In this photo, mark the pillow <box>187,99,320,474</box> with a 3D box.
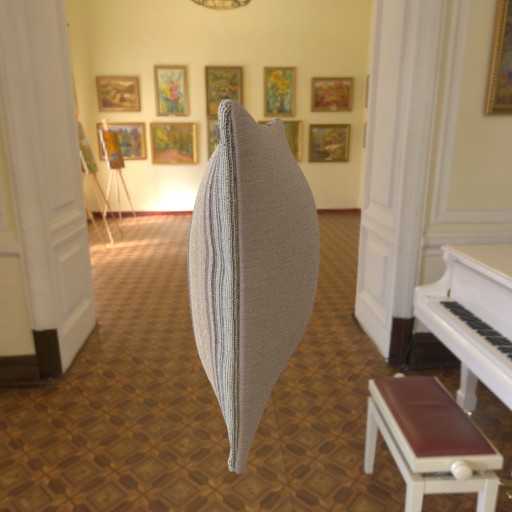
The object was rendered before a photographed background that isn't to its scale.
[{"bbox_3d":[0.000,0.000,0.667,0.189,0.416,0.435,2,15,9],"label":"pillow"}]
